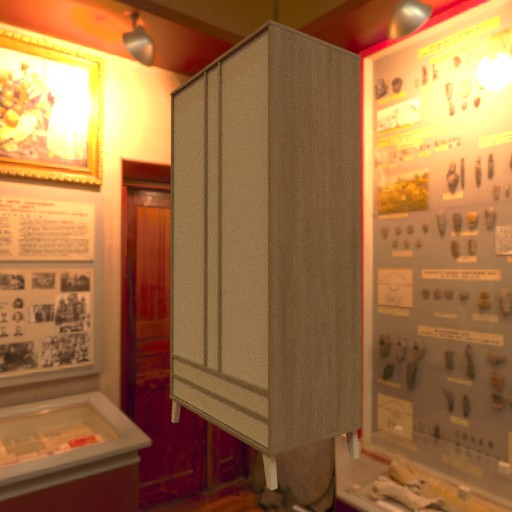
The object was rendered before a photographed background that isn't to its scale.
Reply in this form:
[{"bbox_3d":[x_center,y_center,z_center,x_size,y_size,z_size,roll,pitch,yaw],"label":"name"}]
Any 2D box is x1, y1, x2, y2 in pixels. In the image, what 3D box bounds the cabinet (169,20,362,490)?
[{"bbox_3d":[0.000,0.000,2.450,0.571,1.999,1.006,1,-1,-35],"label":"cabinet"}]
